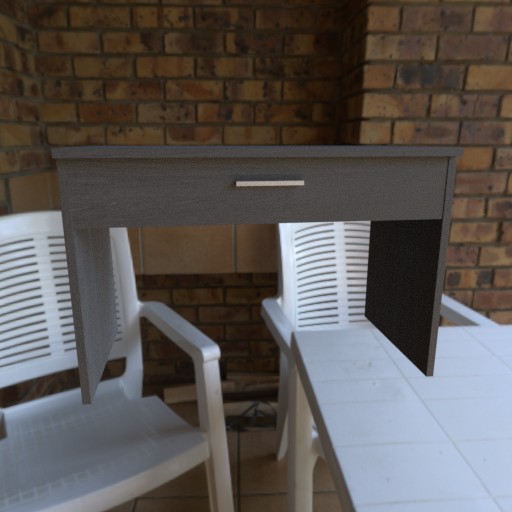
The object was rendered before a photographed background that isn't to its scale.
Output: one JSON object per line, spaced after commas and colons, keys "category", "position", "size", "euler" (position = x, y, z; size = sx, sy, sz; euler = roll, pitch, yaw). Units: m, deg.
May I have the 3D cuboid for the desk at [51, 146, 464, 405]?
{"category": "desk", "position": [0.000, 0.000, 1.521], "size": [1.099, 0.729, 0.557], "euler": [-2, 15, -8]}
